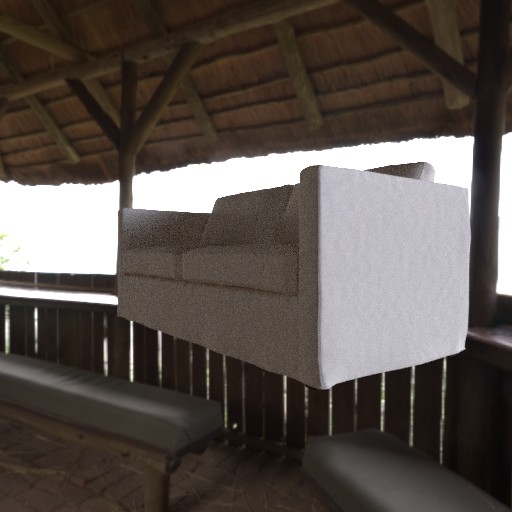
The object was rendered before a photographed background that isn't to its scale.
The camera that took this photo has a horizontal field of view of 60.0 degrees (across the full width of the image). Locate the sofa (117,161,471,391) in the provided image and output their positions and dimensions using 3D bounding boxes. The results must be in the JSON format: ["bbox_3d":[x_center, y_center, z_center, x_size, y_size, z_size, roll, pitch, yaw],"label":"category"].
[{"bbox_3d":[0.000,0.000,2.468,0.940,0.870,1.987,-1,1,-36],"label":"sofa"}]
